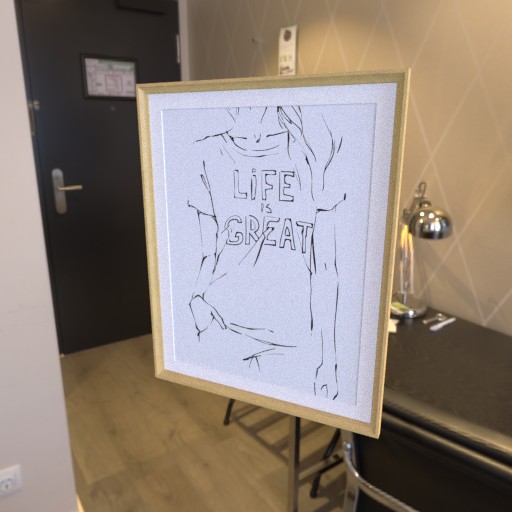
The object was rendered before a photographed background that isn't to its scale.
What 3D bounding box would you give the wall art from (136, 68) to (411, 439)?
[{"bbox_3d":[0.000,0.000,1.334,0.798,1.002,0.030,7,17,24],"label":"wall art"}]
